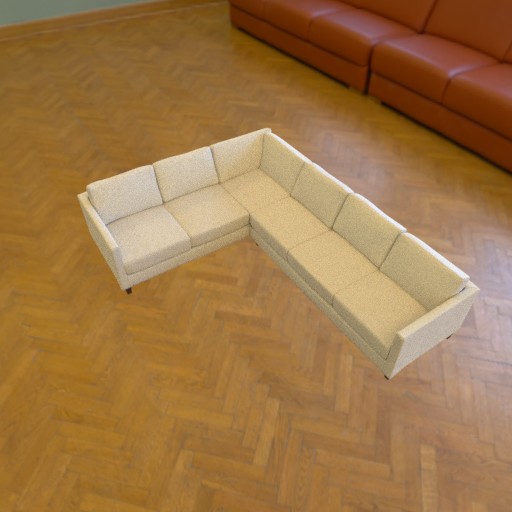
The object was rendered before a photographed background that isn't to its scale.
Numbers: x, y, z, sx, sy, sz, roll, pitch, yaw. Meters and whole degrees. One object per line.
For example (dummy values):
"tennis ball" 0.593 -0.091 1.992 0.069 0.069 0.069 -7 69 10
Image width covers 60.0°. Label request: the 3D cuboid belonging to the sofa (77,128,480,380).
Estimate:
"sofa" 0.000 0.000 4.339 2.432 0.863 3.182 -25 50 -23
